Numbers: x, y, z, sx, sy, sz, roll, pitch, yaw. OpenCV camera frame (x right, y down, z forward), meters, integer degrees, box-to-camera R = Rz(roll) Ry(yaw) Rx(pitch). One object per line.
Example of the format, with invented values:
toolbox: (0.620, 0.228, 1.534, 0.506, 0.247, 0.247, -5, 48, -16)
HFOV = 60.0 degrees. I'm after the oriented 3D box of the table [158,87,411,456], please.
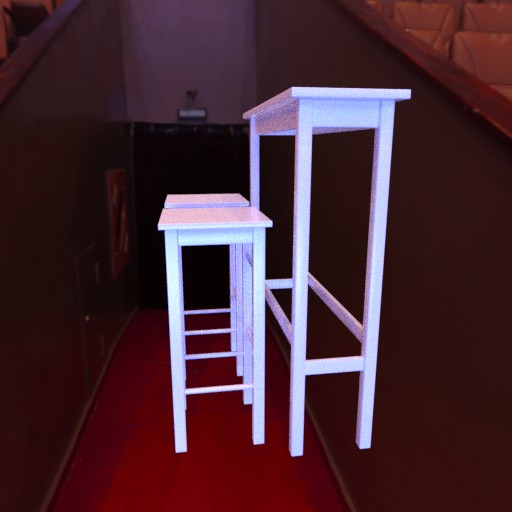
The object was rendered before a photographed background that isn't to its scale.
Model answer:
table: (0.000, 0.000, 1.637, 0.650, 1.065, 0.915, -2, 14, -9)
